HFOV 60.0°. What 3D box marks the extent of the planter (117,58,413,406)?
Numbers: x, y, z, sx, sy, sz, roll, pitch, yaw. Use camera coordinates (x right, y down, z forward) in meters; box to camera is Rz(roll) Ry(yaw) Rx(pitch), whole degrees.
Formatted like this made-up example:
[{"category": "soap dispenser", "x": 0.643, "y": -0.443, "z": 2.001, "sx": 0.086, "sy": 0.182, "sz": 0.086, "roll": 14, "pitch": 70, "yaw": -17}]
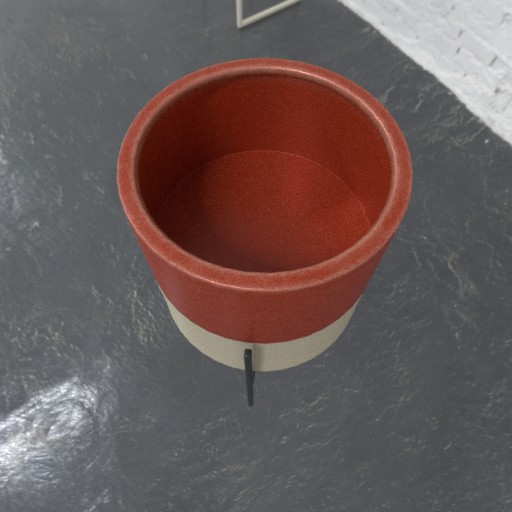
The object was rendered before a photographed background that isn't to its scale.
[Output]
[{"category": "planter", "x": 0.000, "y": 0.000, "z": 0.508, "sx": 0.251, "sy": 0.354, "sz": 0.235, "roll": 31, "pitch": 66, "yaw": 15}]
